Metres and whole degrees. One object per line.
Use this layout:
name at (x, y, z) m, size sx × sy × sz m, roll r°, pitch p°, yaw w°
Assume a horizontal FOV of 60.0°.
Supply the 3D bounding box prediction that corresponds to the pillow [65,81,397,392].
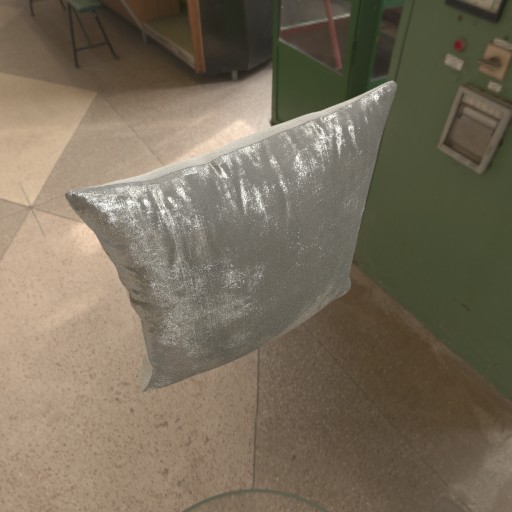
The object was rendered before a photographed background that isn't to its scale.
pillow at (0.000, 0.000, 0.702) m, size 0.470 × 0.464 × 0.175 m, roll -25°, pitch 51°, yaw -22°
